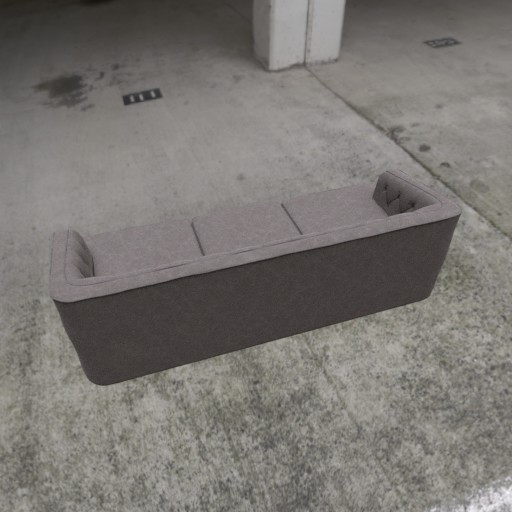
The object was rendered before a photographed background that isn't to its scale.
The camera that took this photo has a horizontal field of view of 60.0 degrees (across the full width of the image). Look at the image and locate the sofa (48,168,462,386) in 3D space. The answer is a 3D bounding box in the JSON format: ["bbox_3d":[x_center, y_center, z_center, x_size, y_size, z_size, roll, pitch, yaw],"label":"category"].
[{"bbox_3d":[0.000,0.000,2.730,2.247,0.806,0.917,-12,43,-14],"label":"sofa"}]
